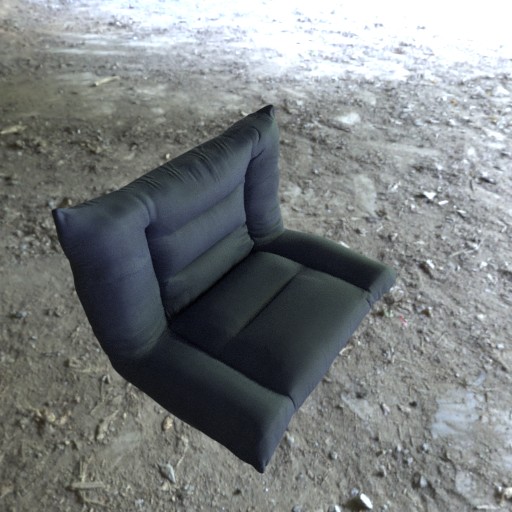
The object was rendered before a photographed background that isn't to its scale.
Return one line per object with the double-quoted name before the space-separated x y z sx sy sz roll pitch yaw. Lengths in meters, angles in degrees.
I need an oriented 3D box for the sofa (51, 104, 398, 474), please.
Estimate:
"sofa" 0.000 0.000 1.705 0.849 0.778 1.122 24 45 27
